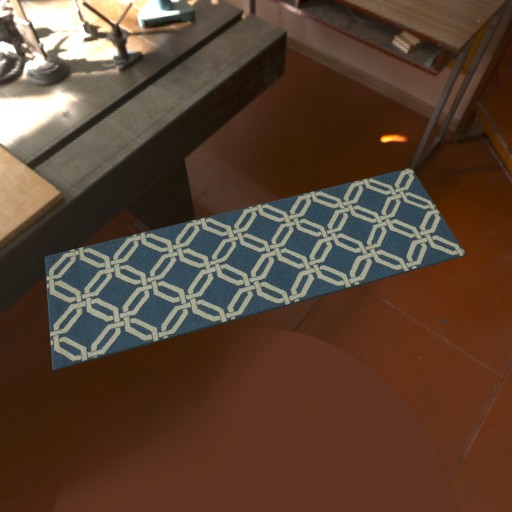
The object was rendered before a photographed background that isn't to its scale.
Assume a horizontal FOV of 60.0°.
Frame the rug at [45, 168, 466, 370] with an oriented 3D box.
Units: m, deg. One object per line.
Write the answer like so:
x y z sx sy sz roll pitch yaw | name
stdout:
0.000 0.000 2.495 2.276 0.014 0.678 -15 60 -8 | rug
